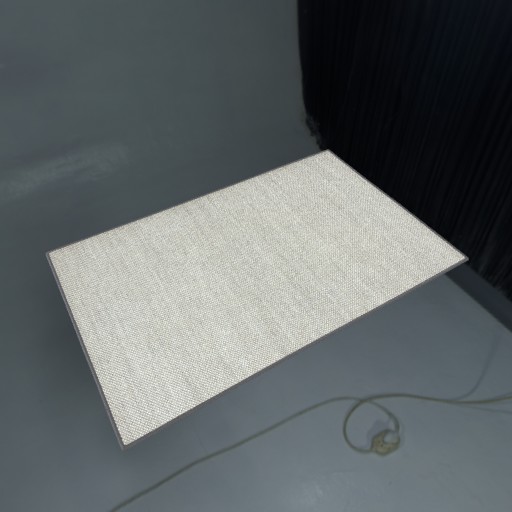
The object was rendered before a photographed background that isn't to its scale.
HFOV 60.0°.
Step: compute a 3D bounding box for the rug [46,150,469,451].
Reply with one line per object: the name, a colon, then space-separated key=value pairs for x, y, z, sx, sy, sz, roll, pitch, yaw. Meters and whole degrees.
rug: x=0.000 y=0.000 z=2.072 sx=1.676 sy=0.013 sz=1.067 roll=-24 pitch=51 yaw=-21
